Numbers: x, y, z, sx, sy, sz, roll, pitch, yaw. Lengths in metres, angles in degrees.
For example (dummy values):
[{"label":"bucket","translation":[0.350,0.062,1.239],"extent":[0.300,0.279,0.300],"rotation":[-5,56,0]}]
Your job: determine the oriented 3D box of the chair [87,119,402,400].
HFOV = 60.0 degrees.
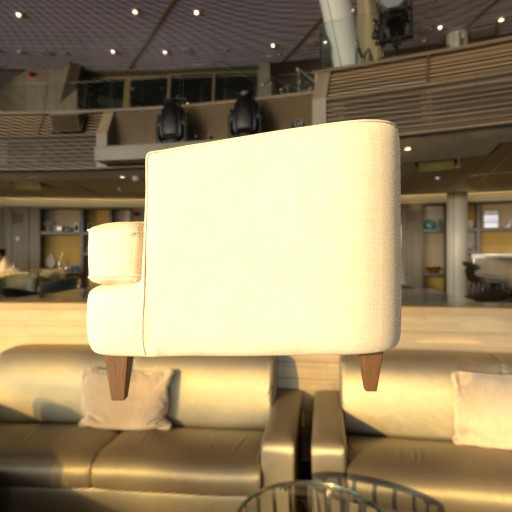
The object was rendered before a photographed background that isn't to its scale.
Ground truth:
[{"label":"chair","translation":[0.000,0.000,1.700],"extent":[0.914,0.787,1.118],"rotation":[0,0,0]}]
